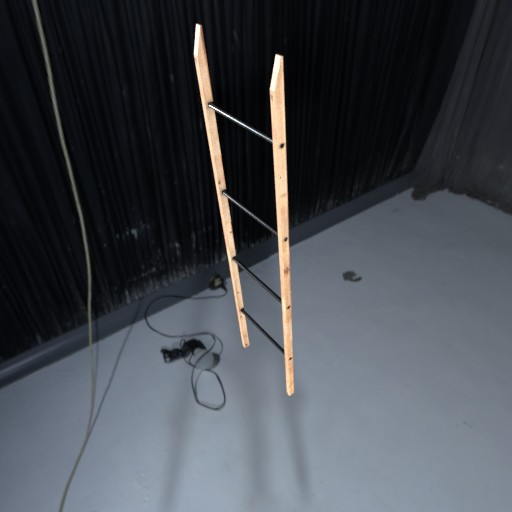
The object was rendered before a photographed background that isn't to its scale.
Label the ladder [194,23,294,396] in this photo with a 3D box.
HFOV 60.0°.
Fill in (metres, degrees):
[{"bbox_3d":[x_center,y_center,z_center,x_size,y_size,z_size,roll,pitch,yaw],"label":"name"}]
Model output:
[{"bbox_3d":[0.000,0.000,1.955,0.200,1.805,0.442,-27,47,-28],"label":"ladder"}]
